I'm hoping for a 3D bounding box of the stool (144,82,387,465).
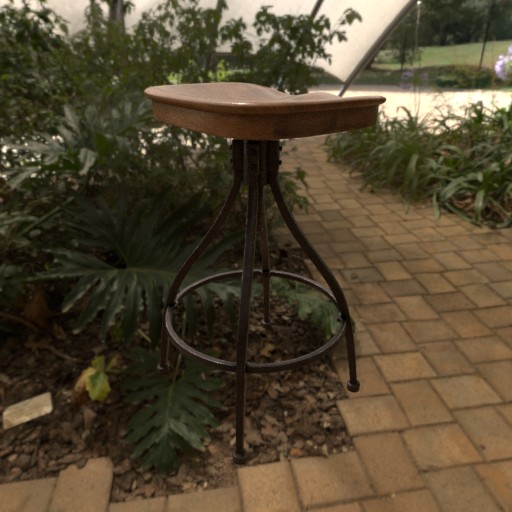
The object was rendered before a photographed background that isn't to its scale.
[{"bbox_3d":[0.000,0.000,0.983,0.424,0.694,0.432,-18,30,-33],"label":"stool"}]
